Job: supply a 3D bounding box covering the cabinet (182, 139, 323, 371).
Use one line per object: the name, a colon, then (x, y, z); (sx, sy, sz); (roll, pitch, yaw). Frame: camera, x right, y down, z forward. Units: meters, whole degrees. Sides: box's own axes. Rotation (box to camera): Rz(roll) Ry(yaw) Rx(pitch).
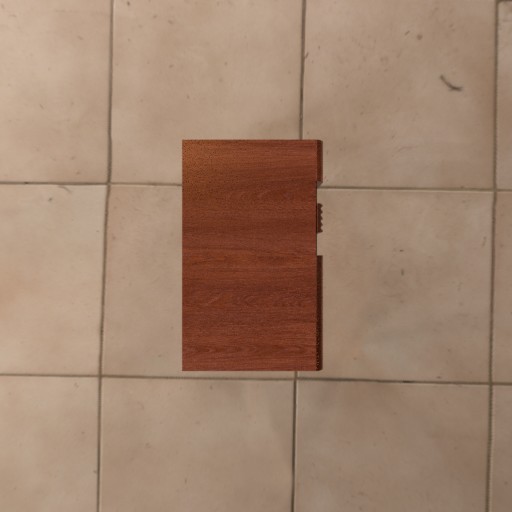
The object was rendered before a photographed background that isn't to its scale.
cabinet: (0.000, 0.000, 2.252); (0.420, 1.980, 0.660); (0, 90, 0)
